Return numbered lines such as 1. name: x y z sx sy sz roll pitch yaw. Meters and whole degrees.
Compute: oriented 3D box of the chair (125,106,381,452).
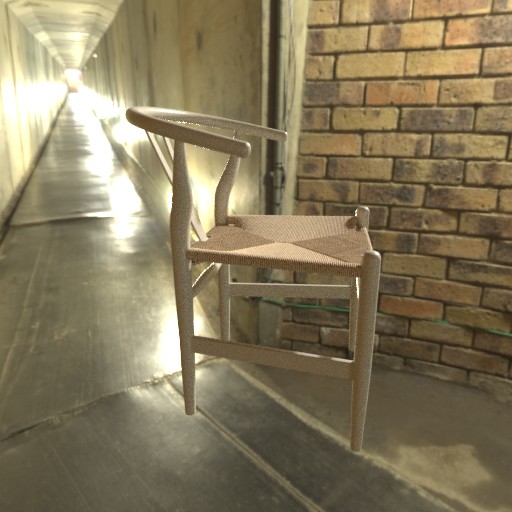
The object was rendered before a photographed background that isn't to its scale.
1. chair: 0.000 0.000 1.138 0.579 0.730 0.569 3 18 10
